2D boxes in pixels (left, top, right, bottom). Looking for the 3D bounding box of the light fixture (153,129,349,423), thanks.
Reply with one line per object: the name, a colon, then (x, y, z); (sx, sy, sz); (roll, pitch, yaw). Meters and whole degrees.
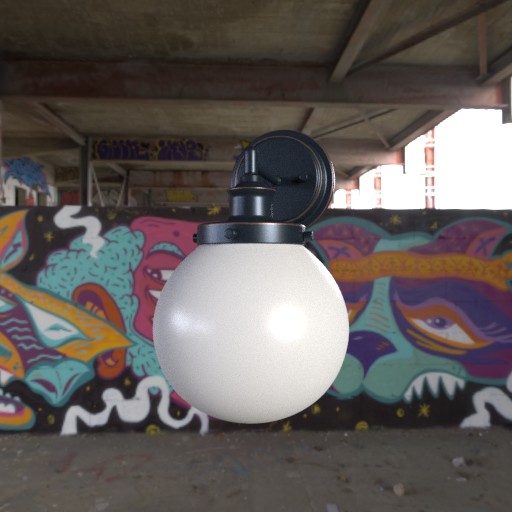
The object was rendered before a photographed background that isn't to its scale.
light fixture: (0.000, 0.000, 0.473); (0.197, 0.332, 0.230); (0, -1, 17)
